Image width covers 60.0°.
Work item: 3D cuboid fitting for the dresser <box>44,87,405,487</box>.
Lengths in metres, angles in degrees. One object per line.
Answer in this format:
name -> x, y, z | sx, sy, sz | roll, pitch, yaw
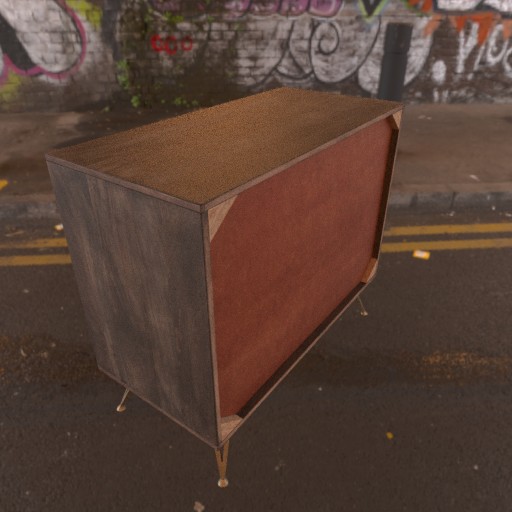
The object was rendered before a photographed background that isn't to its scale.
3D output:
dresser -> 0.000, 0.000, 1.353 | 0.453, 0.801, 0.923 | 21, 37, 30
